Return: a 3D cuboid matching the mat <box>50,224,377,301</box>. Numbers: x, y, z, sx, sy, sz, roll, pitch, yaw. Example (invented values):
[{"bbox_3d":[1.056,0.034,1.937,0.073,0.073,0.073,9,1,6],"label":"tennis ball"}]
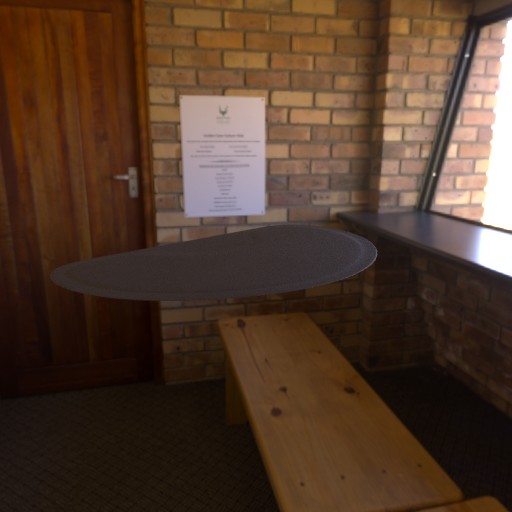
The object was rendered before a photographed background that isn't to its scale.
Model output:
[{"bbox_3d":[0.000,0.000,1.901,0.913,0.013,1.524,14,19,43],"label":"mat"}]
